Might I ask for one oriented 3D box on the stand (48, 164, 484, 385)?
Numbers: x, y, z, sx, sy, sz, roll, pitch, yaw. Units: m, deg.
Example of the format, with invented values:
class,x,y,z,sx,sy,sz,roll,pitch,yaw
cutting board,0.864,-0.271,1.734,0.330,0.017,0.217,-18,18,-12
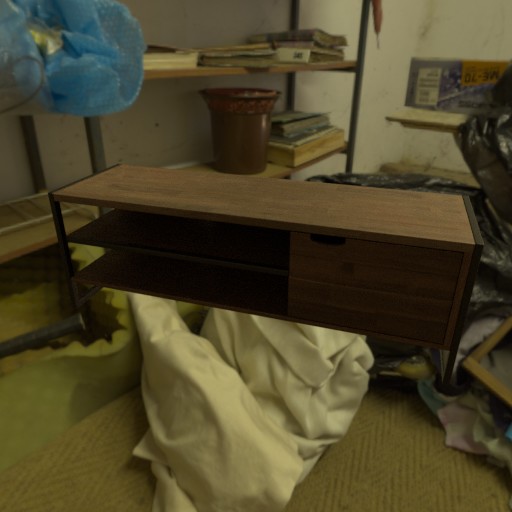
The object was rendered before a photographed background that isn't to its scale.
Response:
class,x,y,z,sx,sy,sz,roll,pitch,yaw
stand,0.000,0.000,1.738,1.480,0.506,0.454,8,27,16
